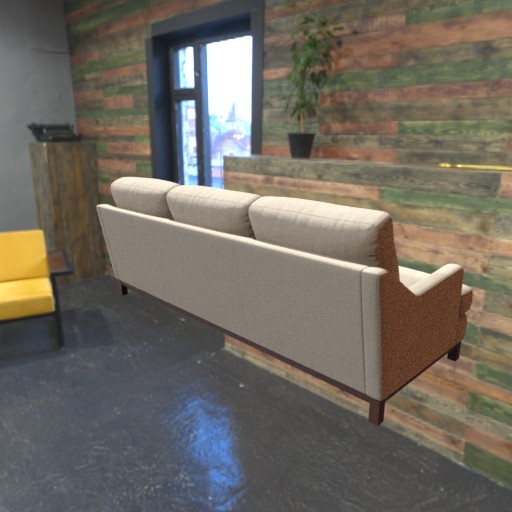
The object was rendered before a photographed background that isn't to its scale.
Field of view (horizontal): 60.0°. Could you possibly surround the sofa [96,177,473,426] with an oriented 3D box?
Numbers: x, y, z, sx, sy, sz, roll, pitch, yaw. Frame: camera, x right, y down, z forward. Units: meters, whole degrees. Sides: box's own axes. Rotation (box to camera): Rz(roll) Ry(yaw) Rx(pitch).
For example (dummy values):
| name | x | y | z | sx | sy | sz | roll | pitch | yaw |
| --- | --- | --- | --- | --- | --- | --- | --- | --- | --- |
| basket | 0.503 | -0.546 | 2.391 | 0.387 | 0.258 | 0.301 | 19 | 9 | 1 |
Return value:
| name | x | y | z | sx | sy | sz | roll | pitch | yaw |
| --- | --- | --- | --- | --- | --- | --- | --- | --- | --- |
| sofa | 0.000 | 0.000 | 2.798 | 1.000 | 0.913 | 2.321 | -14 | 21 | -42 |
